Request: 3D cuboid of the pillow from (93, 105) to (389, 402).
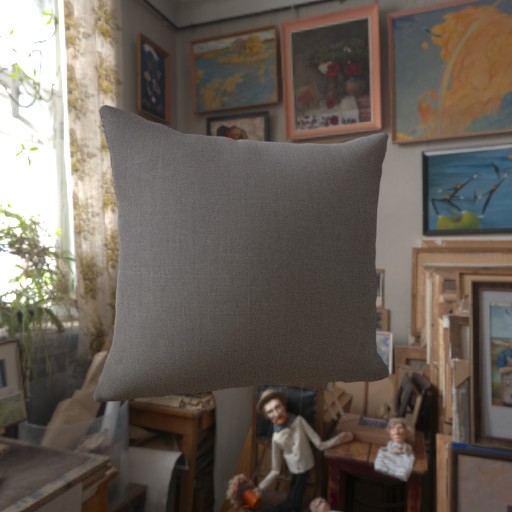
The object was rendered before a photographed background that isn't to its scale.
[{"bbox_3d":[0.000,0.000,0.790,0.546,0.487,0.180,0,0,-17],"label":"pillow"}]
